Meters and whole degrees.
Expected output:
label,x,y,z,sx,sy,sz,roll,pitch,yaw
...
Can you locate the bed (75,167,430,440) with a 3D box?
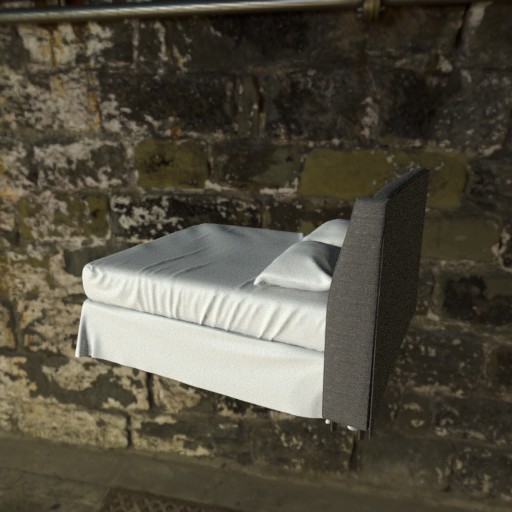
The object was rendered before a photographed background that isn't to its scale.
label,x,y,z,sx,sy,sz,roll,pitch,yaw
bed,0.000,0.000,3.467,2.276,1.332,1.925,8,18,25
